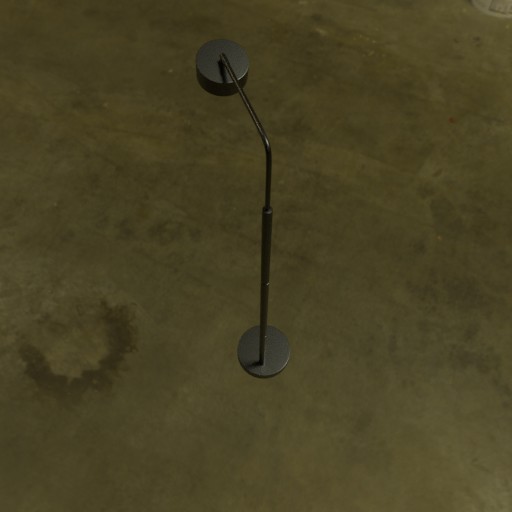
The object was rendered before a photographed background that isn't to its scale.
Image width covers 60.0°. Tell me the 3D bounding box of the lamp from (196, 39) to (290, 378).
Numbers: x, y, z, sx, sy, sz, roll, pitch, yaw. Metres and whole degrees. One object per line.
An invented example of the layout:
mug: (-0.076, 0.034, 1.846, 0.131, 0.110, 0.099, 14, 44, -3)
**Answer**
lamp: (0.000, 0.000, 1.400, 0.219, 1.230, 0.418, -16, 59, -10)
